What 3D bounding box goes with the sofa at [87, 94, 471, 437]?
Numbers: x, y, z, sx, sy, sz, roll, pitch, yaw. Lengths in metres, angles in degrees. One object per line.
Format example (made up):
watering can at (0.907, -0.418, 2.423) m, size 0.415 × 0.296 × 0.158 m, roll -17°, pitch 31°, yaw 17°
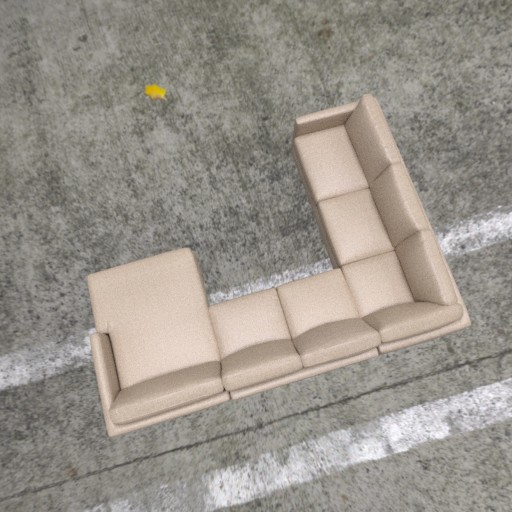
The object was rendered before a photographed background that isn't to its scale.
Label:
sofa at (0.000, 0.000, 4.537) m, size 3.460 × 0.961 × 2.594 m, roll -16°, pitch 75°, yaw -4°
